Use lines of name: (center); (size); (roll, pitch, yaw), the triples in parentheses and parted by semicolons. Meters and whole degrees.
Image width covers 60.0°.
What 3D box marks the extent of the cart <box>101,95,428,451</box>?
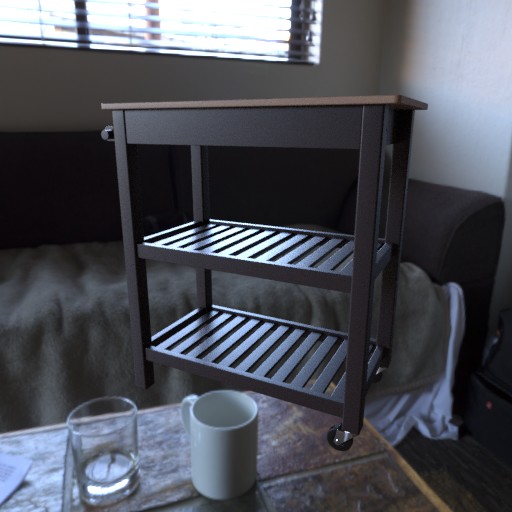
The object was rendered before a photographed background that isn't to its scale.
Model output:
cart: (0.000, 0.000, 1.427); (0.899, 0.927, 0.457); (8, 18, 26)
